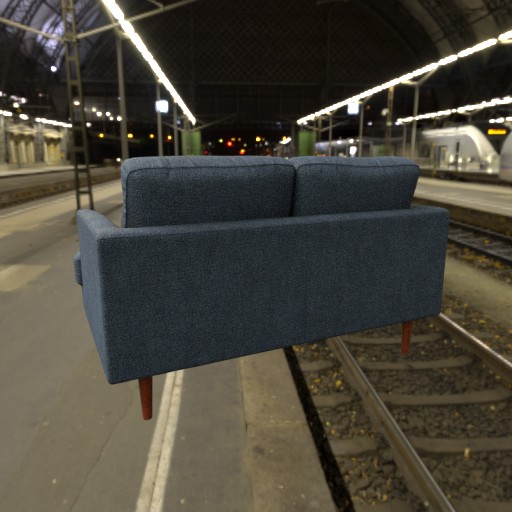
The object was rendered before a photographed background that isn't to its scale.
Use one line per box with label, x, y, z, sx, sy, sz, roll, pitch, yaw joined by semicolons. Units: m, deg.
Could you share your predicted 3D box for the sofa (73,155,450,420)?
sofa;0.000;0.000;2.133;1.582;0.944;0.903;-6;14;-25
